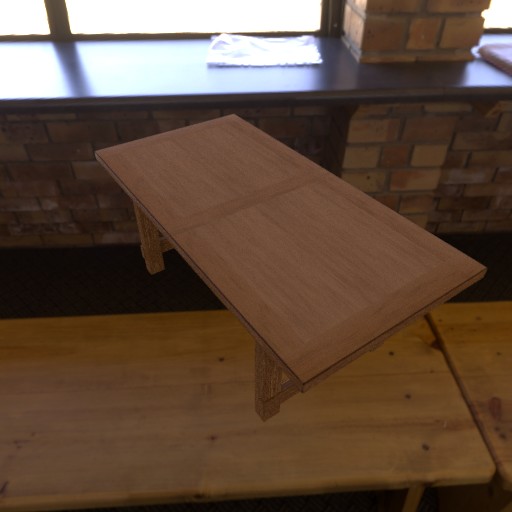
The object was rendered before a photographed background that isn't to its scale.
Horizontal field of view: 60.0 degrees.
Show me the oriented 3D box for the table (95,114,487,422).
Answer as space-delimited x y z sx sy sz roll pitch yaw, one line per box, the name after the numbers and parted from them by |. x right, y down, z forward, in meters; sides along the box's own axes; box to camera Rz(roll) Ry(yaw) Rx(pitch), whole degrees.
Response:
0.000 0.000 2.511 1.000 0.762 1.982 -24 46 -26 | table
